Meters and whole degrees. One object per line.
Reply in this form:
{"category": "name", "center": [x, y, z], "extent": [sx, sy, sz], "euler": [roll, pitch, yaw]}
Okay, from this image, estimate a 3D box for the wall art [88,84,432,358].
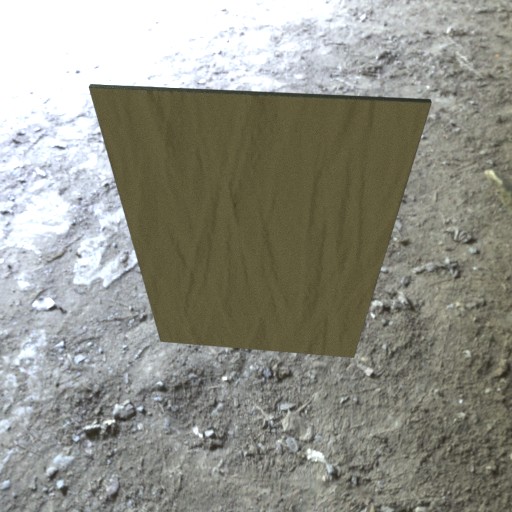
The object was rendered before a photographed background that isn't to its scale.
{"category": "wall art", "center": [0.000, 0.000, 1.451], "extent": [0.810, 1.116, 0.016], "euler": [4, 46, 4]}
